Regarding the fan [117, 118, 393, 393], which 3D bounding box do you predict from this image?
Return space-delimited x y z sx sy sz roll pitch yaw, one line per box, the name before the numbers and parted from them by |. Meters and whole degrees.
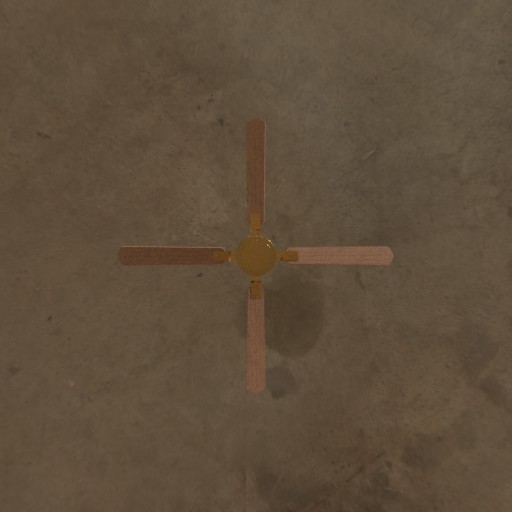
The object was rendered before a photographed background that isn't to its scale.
fan | 0.000 0.000 2.017 1.320 0.355 1.320 0 90 -1
